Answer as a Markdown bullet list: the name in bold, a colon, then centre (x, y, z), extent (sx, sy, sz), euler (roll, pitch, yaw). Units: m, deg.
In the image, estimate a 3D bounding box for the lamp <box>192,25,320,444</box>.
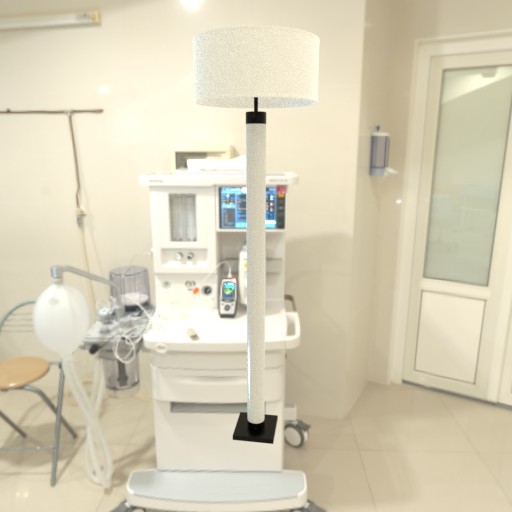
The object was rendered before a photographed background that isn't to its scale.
- **lamp**: centre (0.000, 0.000, 1.642), extent (0.420, 1.475, 0.420), euler (2, 14, 9)
